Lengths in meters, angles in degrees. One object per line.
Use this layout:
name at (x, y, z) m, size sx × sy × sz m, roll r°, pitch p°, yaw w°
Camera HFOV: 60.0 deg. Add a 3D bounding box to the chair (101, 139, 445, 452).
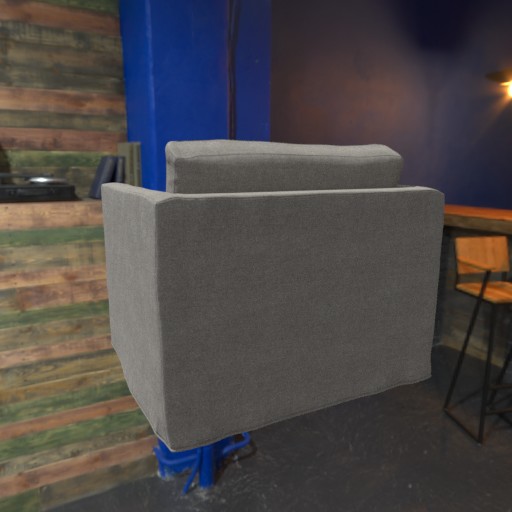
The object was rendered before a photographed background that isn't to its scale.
chair at (0.000, 0.000, 1.762) m, size 1.057 × 0.863 × 0.949 m, roll -6°, pitch 13°, yaw -26°
